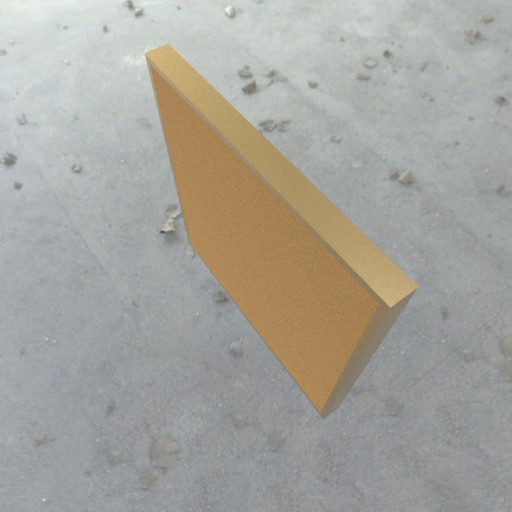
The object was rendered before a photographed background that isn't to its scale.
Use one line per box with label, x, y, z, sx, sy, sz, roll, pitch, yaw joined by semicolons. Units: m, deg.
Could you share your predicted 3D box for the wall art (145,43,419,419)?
wall art;0.000;0.000;0.767;0.040;0.509;0.509;-31;63;-18
